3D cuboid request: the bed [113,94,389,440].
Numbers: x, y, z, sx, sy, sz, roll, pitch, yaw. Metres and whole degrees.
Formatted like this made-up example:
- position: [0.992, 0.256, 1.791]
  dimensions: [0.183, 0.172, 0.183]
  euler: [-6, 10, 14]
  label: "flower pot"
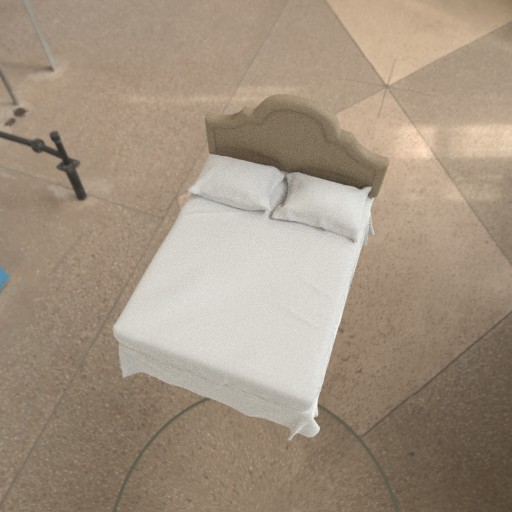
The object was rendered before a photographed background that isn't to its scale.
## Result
- position: [0.000, 0.000, 3.546]
  dimensions: [1.780, 1.634, 2.222]
  euler: [17, 59, 11]
  label: "bed"
